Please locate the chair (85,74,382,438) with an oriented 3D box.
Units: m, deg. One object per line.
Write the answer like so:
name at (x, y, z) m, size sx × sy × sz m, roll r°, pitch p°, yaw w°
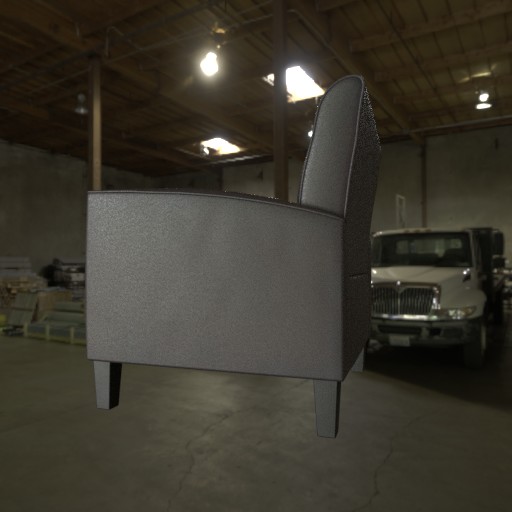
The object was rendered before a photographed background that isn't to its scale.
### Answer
chair at (0.000, 0.000, 1.559) m, size 0.819 × 0.916 × 0.820 m, roll 0°, pitch -1°, yaw 19°
